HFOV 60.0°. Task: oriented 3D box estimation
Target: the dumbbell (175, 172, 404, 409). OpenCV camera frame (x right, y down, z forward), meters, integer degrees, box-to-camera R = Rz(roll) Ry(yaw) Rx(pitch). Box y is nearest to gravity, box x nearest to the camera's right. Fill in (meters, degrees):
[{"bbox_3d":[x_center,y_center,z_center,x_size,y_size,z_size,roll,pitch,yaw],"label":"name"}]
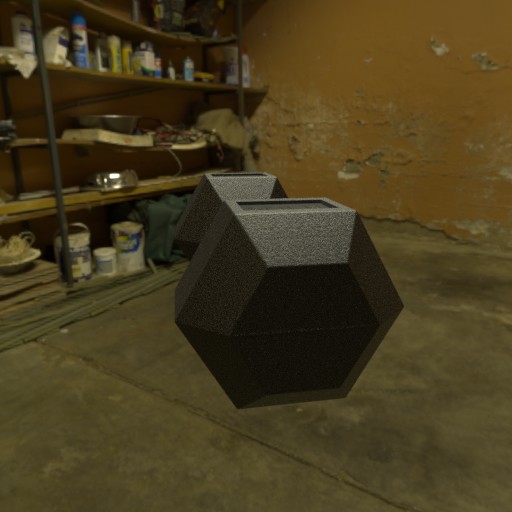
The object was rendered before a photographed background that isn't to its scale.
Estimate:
[{"bbox_3d":[0.000,0.000,0.478,0.173,0.150,0.384,-3,16,-10],"label":"dumbbell"}]
